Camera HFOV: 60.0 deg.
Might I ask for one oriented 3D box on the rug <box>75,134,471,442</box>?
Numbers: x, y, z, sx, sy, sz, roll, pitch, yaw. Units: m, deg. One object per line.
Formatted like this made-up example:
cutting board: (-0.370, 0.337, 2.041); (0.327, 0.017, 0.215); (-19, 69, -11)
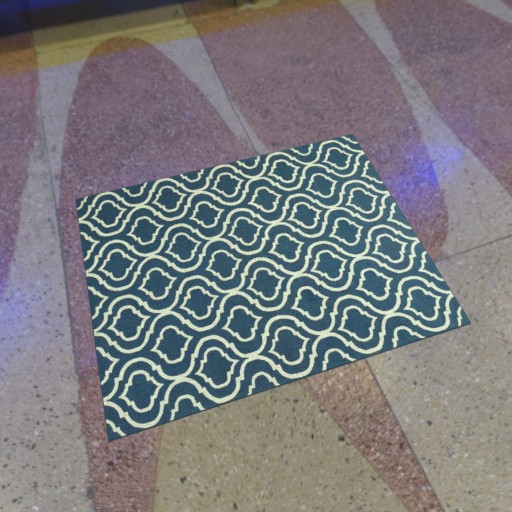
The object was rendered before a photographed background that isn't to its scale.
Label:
rug: (0.000, 0.000, 3.879); (2.881, 0.020, 2.270); (-15, 59, -9)
